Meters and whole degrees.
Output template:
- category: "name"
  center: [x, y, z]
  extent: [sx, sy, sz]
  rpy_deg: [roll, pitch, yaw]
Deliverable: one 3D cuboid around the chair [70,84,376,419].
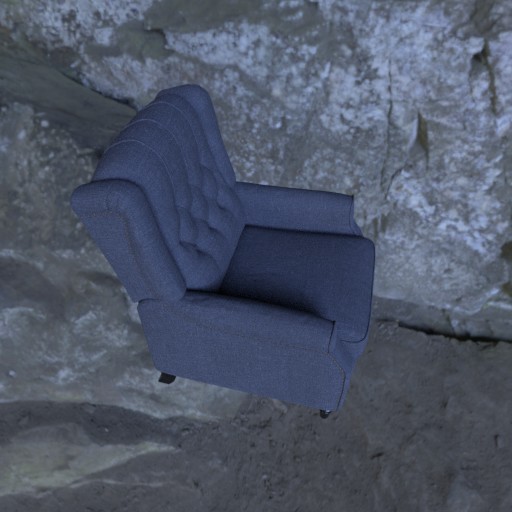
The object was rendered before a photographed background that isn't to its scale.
- category: "chair"
  center: [0.000, 0.000, 1.661]
  extent: [0.898, 1.035, 0.742]
  rpy_deg: [10, 47, 10]
